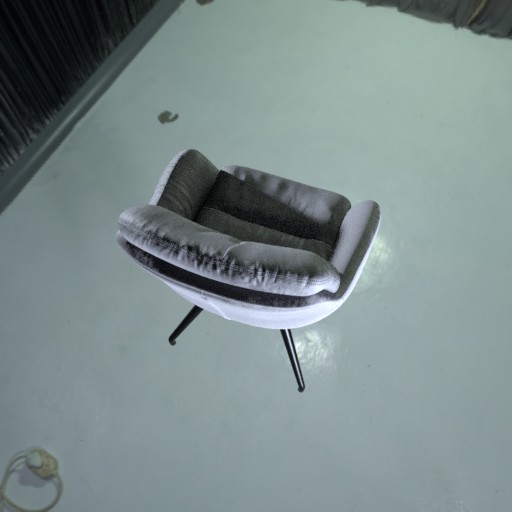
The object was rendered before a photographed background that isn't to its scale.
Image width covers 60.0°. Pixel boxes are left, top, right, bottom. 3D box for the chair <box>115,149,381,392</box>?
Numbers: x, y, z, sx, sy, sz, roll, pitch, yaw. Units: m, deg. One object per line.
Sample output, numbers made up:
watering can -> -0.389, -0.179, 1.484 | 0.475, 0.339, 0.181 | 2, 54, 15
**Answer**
chair -> 0.000, 0.000, 1.245 | 0.579, 0.888, 0.569 | 18, 64, 9
